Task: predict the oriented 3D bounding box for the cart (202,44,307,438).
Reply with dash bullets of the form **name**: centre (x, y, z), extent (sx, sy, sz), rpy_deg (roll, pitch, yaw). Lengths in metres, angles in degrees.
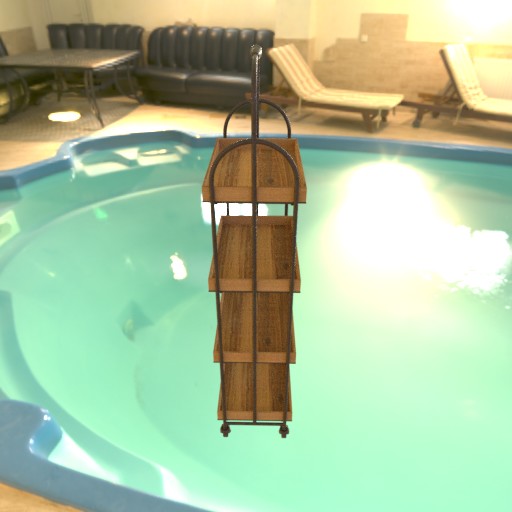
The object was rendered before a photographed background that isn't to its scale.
- **cart**: centre (0.000, 0.000, 1.713), extent (0.308, 1.481, 0.581), rpy_deg (1, 32, 1)
